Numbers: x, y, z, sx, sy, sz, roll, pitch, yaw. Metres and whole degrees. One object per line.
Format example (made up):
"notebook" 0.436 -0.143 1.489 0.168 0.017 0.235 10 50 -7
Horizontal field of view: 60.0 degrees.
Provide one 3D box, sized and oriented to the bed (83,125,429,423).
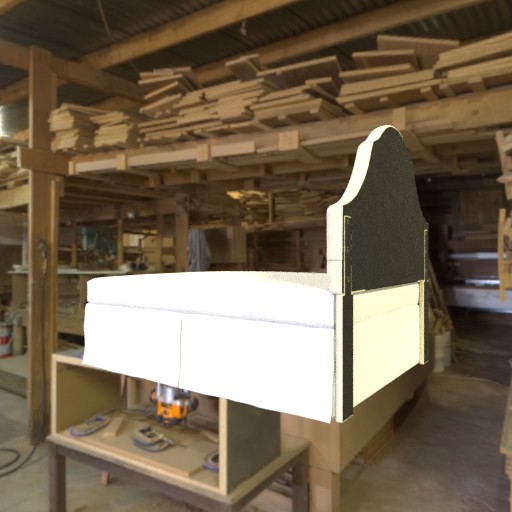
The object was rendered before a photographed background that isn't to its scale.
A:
"bed" 0.000 0.000 3.311 2.092 1.575 1.627 0 0 36
